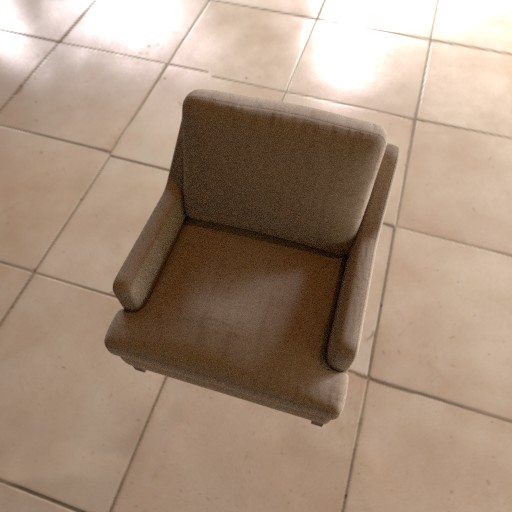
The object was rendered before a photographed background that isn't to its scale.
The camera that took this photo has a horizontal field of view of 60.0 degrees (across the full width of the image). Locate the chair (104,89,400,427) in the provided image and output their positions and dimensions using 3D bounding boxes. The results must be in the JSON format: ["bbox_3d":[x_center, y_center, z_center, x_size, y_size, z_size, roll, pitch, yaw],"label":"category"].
[{"bbox_3d":[0.000,0.000,1.756,0.912,0.916,1.001,14,60,8],"label":"chair"}]
